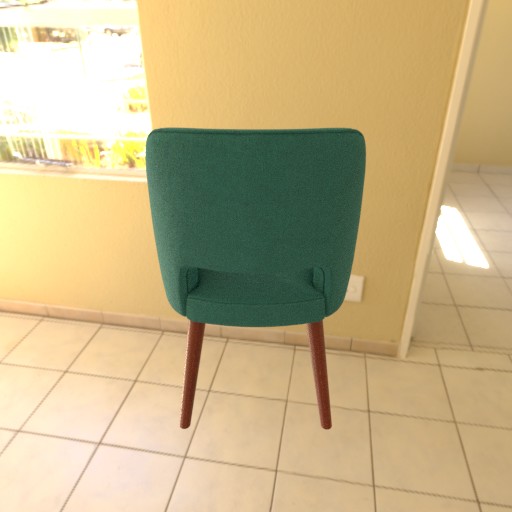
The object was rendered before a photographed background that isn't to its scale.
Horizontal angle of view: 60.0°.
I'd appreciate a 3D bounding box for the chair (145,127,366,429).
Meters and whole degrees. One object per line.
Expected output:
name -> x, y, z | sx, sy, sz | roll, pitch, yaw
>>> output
chair -> 0.000, 0.000, 1.273 | 0.548, 0.849, 0.605 | 0, 29, 0
